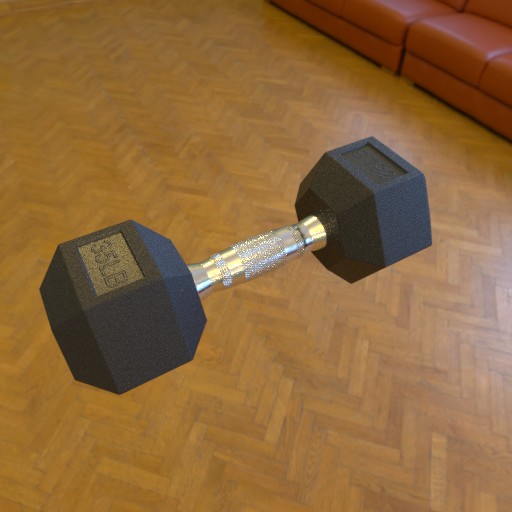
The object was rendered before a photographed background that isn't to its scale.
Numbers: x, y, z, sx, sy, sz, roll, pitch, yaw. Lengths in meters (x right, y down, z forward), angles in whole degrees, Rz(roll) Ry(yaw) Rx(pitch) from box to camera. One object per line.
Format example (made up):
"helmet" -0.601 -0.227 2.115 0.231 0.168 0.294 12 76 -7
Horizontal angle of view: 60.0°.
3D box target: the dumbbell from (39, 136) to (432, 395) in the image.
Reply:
"dumbbell" 0.000 0.000 0.413 0.356 0.123 0.141 -23 51 -20
